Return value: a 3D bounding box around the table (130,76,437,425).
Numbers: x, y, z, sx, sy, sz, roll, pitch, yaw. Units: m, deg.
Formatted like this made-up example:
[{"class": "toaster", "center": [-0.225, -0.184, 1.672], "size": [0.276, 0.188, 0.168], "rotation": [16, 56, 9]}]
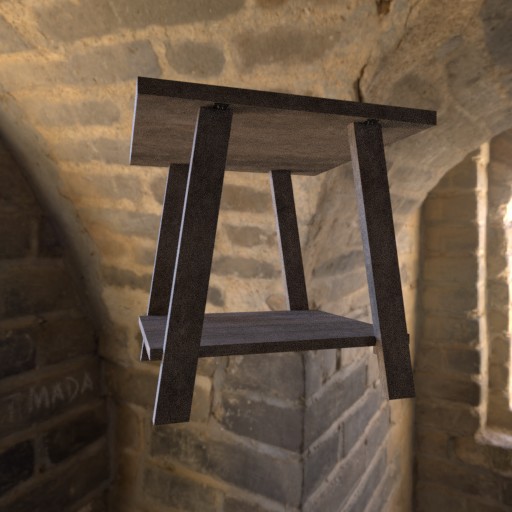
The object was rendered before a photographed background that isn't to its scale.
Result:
[{"class": "table", "center": [0.000, 0.000, 1.134], "size": [0.610, 0.610, 0.610], "rotation": [0, 0, -17]}]
